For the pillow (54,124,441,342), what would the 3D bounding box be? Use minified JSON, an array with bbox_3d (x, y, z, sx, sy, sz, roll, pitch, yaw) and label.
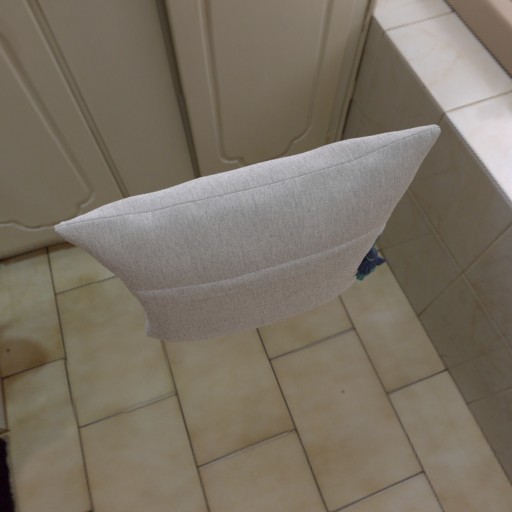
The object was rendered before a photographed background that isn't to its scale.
[{"bbox_3d":[0.000,0.000,0.671,0.433,0.436,0.173,-16,65,-8],"label":"pillow"}]
